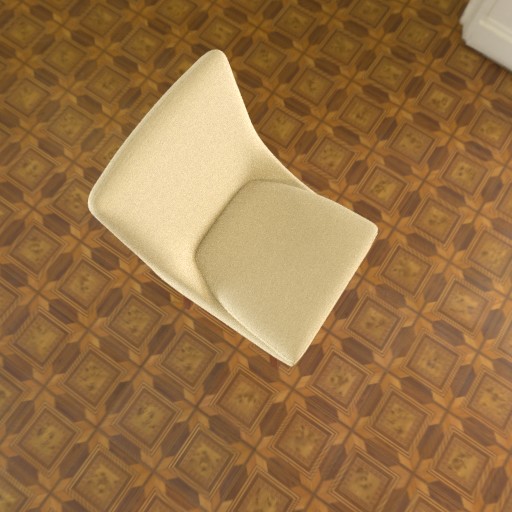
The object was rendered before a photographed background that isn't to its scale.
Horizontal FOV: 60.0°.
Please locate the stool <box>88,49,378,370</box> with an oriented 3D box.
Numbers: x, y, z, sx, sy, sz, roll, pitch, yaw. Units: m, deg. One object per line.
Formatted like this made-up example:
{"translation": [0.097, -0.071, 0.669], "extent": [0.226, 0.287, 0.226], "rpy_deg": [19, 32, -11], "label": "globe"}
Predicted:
{"translation": [0.000, 0.000, 1.393], "extent": [0.559, 1.097, 0.470], "rpy_deg": [33, 77, 9], "label": "stool"}
